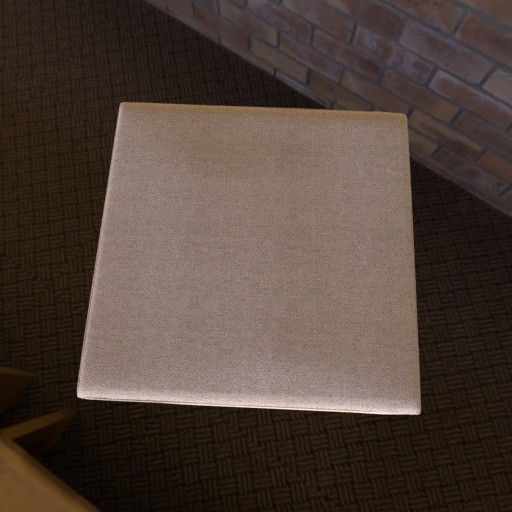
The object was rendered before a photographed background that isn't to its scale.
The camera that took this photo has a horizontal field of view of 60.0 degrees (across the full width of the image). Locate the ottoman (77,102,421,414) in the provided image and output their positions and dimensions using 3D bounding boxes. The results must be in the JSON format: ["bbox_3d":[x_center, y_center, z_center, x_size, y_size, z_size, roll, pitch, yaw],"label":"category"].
[{"bbox_3d":[0.000,0.000,1.513,0.982,0.381,0.973,3,75,1],"label":"ottoman"}]
